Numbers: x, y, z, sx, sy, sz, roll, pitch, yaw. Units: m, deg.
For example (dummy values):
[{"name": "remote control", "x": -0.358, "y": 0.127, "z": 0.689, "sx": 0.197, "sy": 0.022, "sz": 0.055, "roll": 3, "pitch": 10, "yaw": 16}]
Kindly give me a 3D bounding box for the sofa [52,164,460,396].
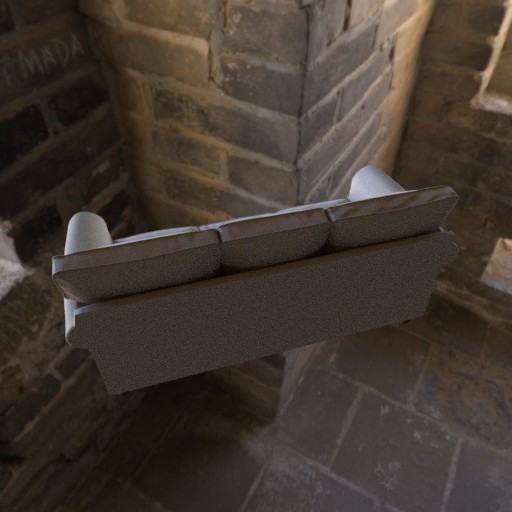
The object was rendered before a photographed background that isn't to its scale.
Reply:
[{"name": "sofa", "x": 0.000, "y": 0.000, "z": 2.630, "sx": 2.084, "sy": 0.961, "sz": 0.916, "roll": -11, "pitch": 42, "yaw": -13}]
